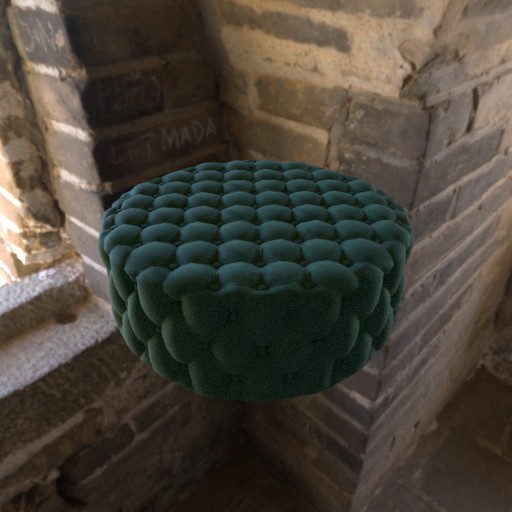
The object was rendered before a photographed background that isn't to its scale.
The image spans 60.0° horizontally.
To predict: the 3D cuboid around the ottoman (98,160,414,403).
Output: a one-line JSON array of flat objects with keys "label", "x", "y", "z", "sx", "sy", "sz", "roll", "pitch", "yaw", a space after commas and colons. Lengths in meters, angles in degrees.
[{"label": "ottoman", "x": 0.000, "y": 0.000, "z": 1.526, "sx": 0.998, "sy": 0.399, "sz": 0.998, "roll": 0, "pitch": 31, "yaw": 0}]
